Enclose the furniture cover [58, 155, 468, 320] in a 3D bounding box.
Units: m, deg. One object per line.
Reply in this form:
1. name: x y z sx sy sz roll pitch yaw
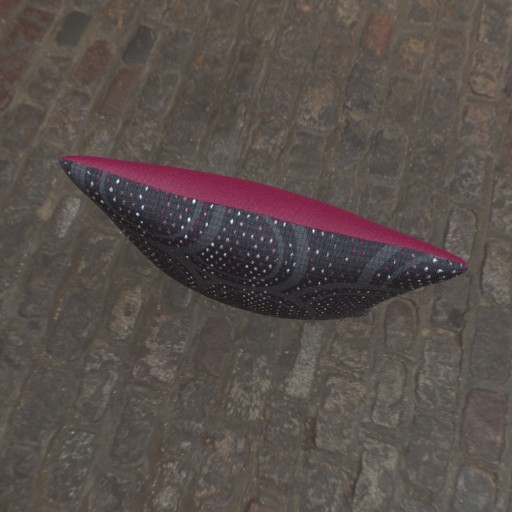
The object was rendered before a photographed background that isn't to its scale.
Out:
1. furniture cover: 0.000 0.000 0.813 0.552 0.509 0.193 15 77 4
